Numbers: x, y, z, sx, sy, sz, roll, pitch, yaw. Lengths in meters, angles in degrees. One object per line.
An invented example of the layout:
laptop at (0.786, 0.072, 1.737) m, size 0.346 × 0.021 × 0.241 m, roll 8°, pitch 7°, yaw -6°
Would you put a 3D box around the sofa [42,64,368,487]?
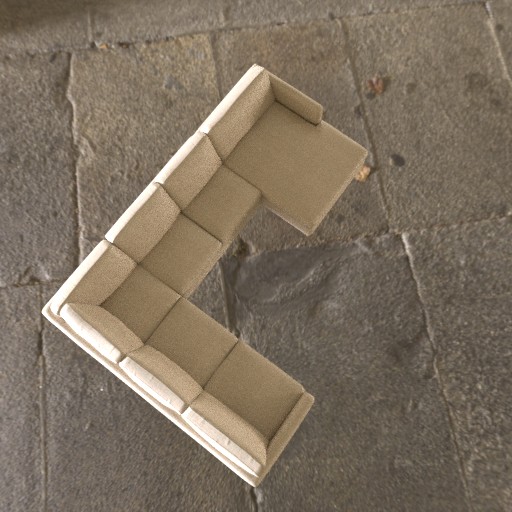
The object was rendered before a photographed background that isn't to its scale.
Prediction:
sofa at (0.000, 0.000, 4.597) m, size 2.594 × 0.961 × 3.460 m, roll 36°, pitch 78°, yaw 9°
